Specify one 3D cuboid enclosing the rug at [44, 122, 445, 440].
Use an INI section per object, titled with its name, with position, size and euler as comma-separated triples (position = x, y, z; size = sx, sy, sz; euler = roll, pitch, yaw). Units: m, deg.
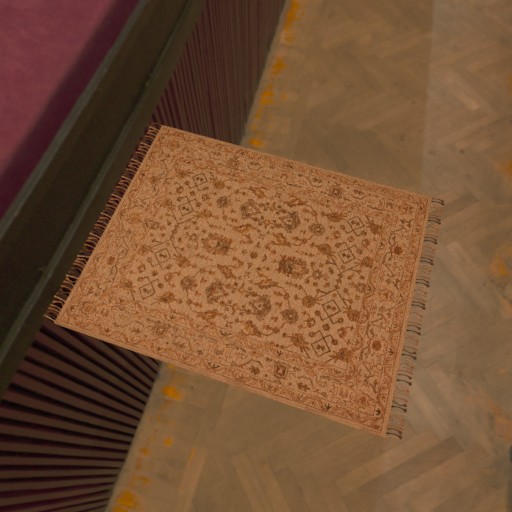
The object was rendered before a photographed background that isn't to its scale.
[rug]
position = 0.000, 0.000, 2.251
size = 1.726, 0.009, 1.278
euler = 17, 66, 8
